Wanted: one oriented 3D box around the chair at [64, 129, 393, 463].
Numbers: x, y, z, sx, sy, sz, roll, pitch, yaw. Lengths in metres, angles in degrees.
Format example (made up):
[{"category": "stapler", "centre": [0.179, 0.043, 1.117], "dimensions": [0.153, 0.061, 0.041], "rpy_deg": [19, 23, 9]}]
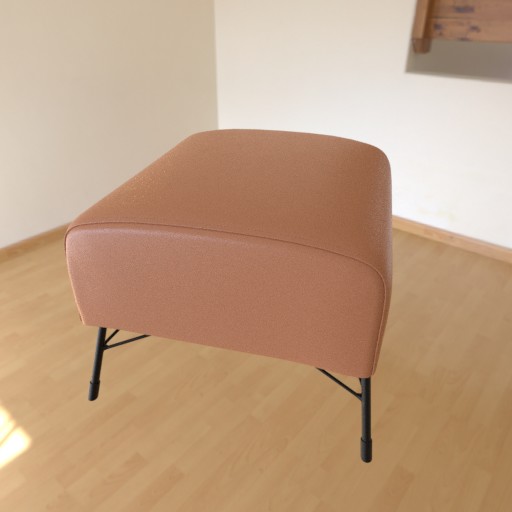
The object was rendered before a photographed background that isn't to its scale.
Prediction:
[{"category": "chair", "centre": [0.000, 0.000, 0.900], "dimensions": [0.530, 0.410, 0.530], "rpy_deg": [8, 32, 12]}]
